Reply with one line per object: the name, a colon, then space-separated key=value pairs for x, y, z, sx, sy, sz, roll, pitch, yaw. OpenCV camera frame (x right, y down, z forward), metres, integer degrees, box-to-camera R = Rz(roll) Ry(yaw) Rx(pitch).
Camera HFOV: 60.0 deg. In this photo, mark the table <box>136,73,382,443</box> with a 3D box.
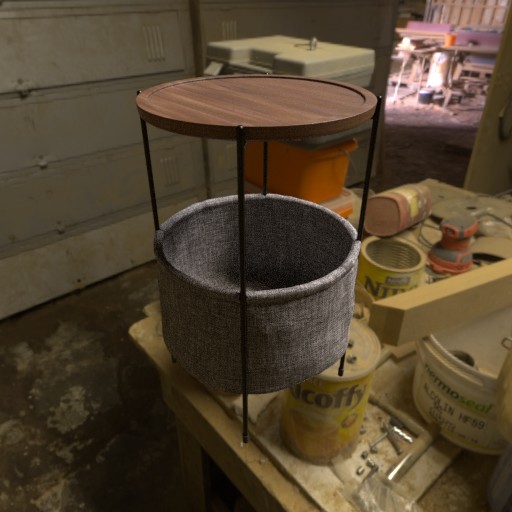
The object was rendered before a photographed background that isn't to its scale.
table: x=0.000 y=0.000 z=0.888 sx=0.400 sy=0.623 sz=0.400 roll=-23 pitch=38 yaw=-33
